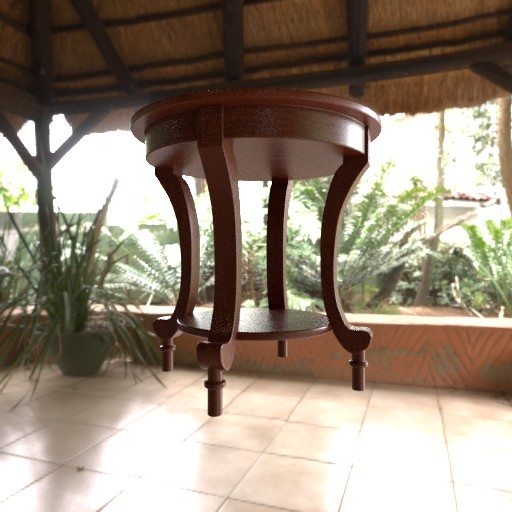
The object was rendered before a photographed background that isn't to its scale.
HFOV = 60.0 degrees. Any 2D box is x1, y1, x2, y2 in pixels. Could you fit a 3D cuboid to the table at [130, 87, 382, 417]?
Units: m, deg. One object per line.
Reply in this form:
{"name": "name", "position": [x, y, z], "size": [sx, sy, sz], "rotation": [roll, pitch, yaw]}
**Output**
{"name": "table", "position": [0.000, 0.000, 1.095], "size": [0.597, 0.612, 0.597], "rotation": [0, 1, 0]}
